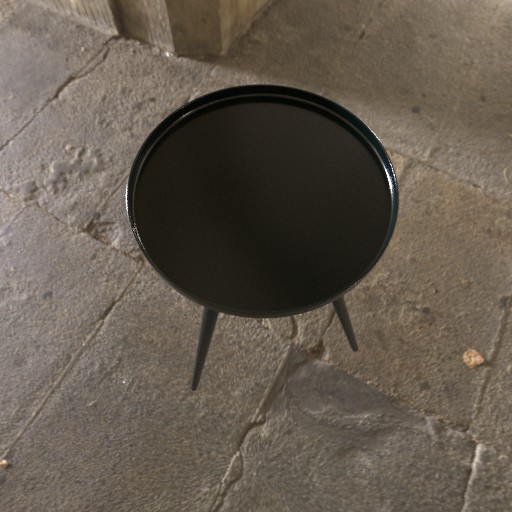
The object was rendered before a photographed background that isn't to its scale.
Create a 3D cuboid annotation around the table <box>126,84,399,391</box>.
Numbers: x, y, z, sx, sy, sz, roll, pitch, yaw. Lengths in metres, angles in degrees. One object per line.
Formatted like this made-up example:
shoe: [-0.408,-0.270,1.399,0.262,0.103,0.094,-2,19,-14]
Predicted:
table: [0.000,0.000,0.859,0.403,0.548,0.415,-15,66,-7]
